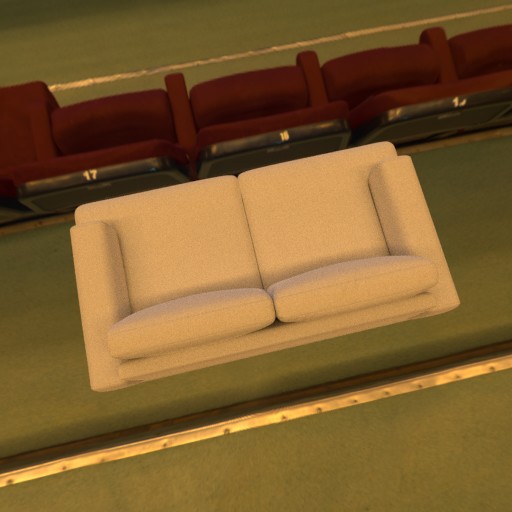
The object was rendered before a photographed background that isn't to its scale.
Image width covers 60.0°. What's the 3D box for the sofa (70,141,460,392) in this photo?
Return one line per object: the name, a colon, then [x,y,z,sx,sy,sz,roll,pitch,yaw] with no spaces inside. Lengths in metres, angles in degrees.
sofa: [0.000,0.000,2.105,1.651,0.810,0.915,-12,76,-3]
